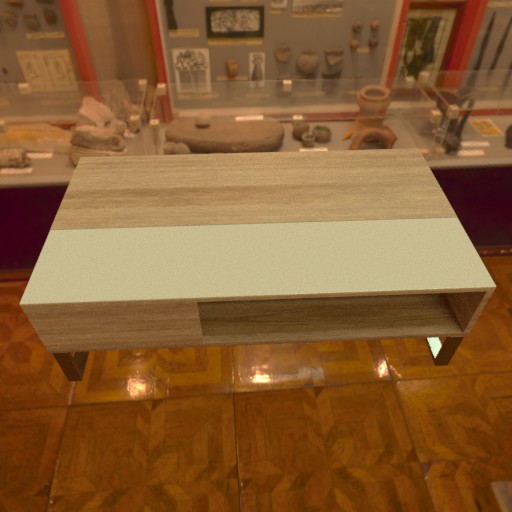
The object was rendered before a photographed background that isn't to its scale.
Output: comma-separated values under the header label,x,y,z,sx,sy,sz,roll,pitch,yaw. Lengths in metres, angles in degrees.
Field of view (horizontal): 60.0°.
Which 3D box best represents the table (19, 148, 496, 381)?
label,x,y,z,sx,sy,sz,roll,pitch,yaw
table,0.000,0.000,1.354,1.100,0.350,0.600,-2,45,-2
